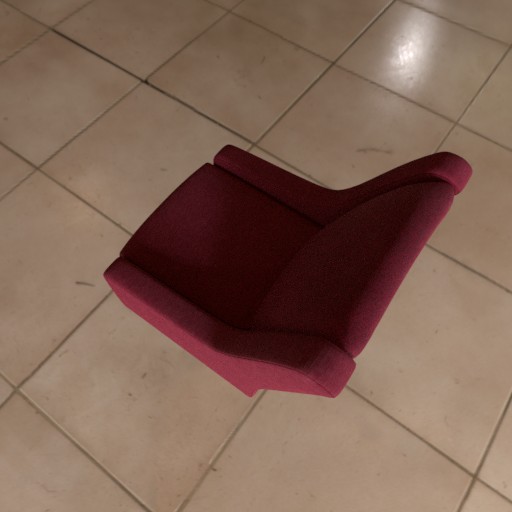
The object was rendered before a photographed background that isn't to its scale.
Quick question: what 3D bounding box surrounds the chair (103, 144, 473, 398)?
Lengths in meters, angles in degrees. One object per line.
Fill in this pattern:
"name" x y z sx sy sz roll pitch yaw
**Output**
"chair" 0.000 0.000 1.670 0.985 1.017 0.793 32 67 15
